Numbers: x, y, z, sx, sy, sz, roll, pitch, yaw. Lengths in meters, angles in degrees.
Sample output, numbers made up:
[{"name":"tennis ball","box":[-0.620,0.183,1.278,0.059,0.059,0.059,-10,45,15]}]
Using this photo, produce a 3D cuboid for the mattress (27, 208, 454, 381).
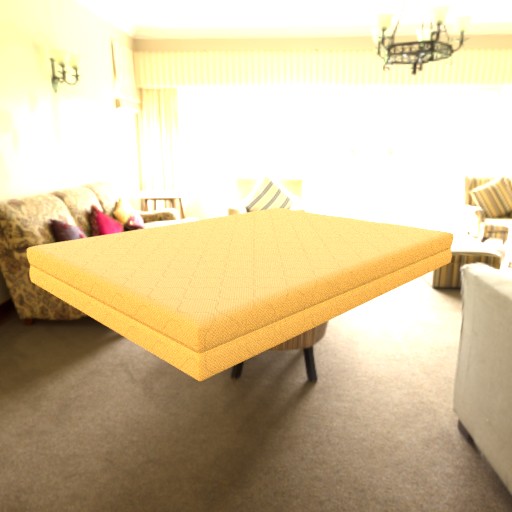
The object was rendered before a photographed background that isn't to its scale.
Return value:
[{"name":"mattress","box":[0.000,0.000,2.439,1.400,0.200,1.900,14,20,43]}]
